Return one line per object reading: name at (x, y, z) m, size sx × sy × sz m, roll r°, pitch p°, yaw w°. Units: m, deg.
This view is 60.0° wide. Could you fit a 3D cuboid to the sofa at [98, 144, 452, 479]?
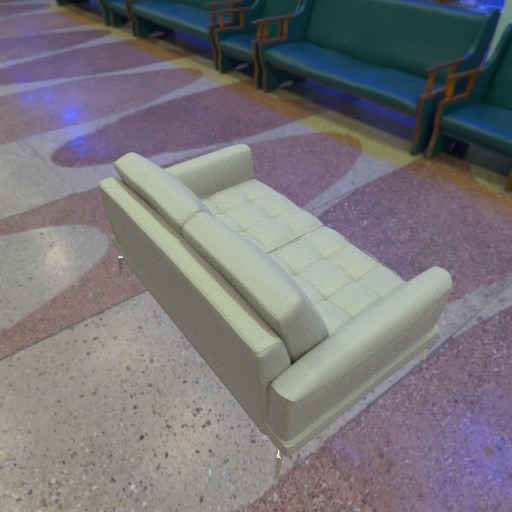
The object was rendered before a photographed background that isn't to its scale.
sofa at (0.000, 0.000, 2.496) m, size 1.121 × 0.930 × 1.819 m, roll -27°, pitch 48°, yaw -27°
